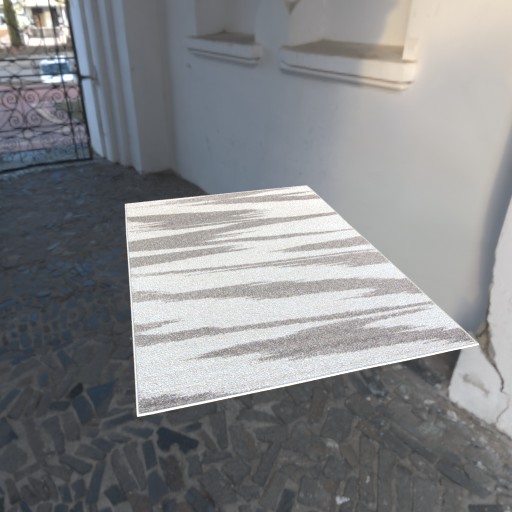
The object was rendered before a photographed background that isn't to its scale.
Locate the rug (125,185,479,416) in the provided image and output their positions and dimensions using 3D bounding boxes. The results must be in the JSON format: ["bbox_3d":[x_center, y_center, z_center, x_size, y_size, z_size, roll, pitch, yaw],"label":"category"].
[{"bbox_3d":[0.000,0.000,2.748,1.533,0.010,2.142,-8,30,-14],"label":"rug"}]
